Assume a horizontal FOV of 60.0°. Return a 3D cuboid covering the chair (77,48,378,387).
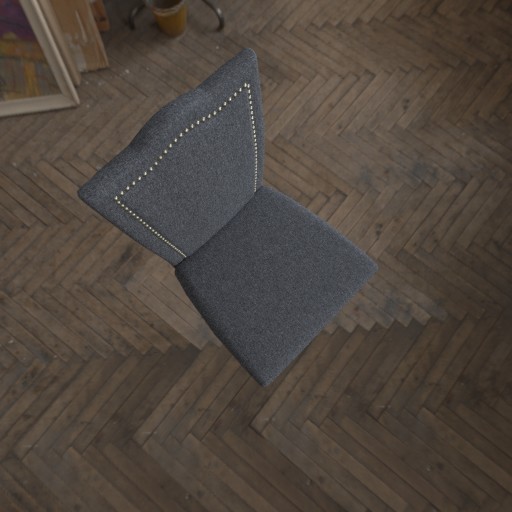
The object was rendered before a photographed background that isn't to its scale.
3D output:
[{"bbox_3d":[0.000,0.000,1.324,0.589,0.946,0.518,44,80,10],"label":"chair"}]
